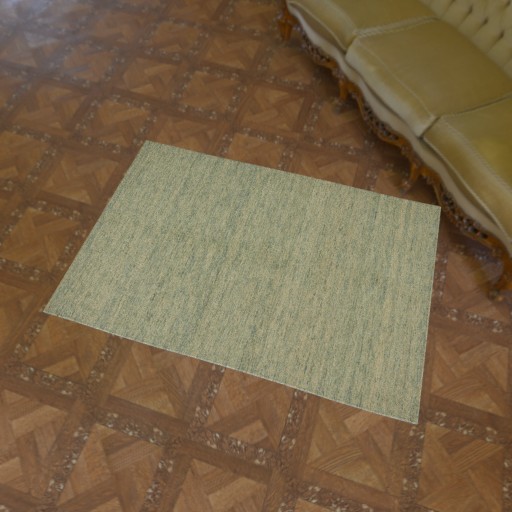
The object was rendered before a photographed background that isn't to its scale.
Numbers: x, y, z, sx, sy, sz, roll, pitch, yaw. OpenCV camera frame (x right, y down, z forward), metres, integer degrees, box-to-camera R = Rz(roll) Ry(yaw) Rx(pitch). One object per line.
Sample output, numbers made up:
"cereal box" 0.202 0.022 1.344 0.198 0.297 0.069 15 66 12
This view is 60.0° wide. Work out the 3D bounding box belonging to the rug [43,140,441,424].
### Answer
"rug" 0.000 0.000 2.944 2.283 0.013 1.547 15 60 9
